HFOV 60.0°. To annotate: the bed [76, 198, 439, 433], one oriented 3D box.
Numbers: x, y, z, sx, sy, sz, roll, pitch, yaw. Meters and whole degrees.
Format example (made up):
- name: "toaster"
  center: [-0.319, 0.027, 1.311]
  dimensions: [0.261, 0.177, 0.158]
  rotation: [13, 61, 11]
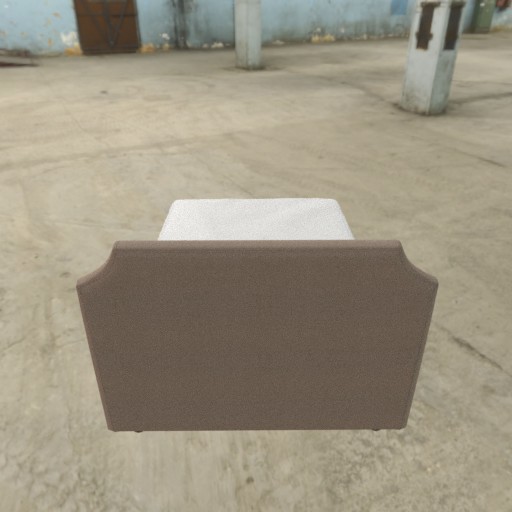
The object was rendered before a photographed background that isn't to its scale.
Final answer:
- name: "bed"
  center: [0.000, 0.000, 3.329]
  dimensions: [1.828, 1.303, 2.164]
  rotation: [0, 29, 0]
